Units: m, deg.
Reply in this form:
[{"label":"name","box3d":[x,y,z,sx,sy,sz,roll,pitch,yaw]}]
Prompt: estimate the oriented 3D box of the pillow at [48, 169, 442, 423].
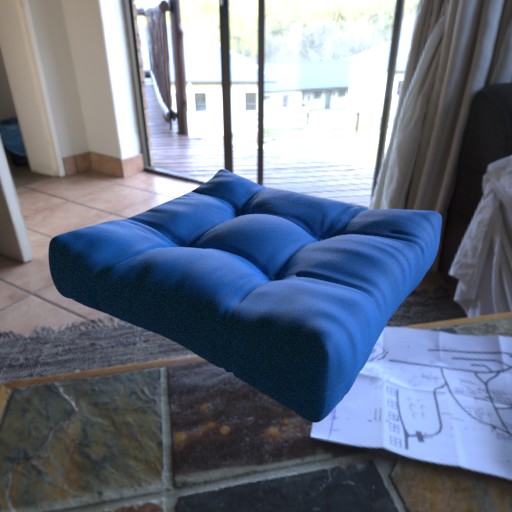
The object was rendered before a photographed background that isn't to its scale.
[{"label":"pillow","box3d":[0.000,0.000,0.734,0.490,0.128,0.468,17,32,30]}]
